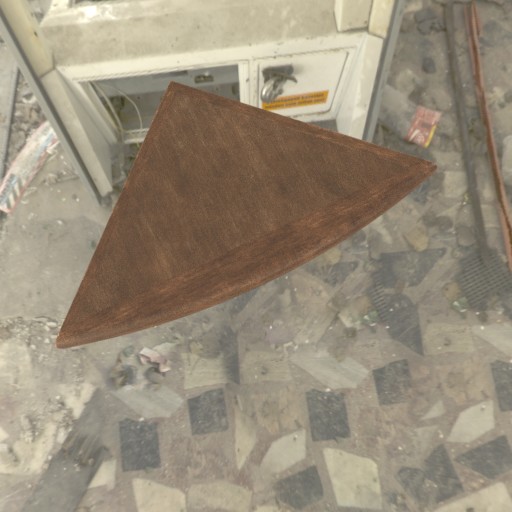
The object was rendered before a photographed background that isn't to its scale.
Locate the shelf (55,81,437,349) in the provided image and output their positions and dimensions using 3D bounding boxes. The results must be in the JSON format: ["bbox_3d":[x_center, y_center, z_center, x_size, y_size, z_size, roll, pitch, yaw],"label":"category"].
[{"bbox_3d":[0.000,0.000,0.472,0.310,0.050,0.310,18,77,5],"label":"shelf"}]
